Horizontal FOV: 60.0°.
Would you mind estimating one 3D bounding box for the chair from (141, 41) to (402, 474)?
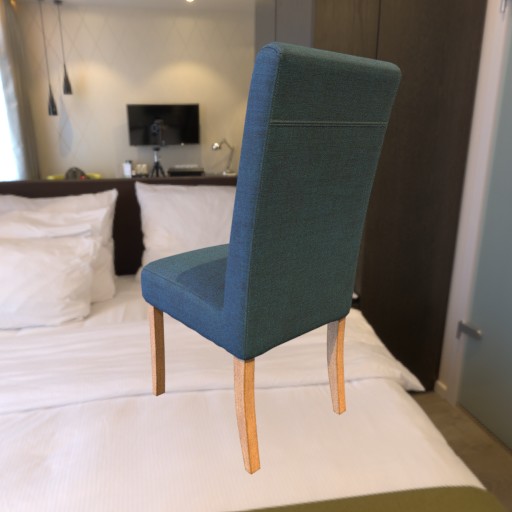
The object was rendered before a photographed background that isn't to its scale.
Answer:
[{"bbox_3d":[0.000,0.000,1.297,0.450,1.029,0.610,-14,21,-40],"label":"chair"}]
